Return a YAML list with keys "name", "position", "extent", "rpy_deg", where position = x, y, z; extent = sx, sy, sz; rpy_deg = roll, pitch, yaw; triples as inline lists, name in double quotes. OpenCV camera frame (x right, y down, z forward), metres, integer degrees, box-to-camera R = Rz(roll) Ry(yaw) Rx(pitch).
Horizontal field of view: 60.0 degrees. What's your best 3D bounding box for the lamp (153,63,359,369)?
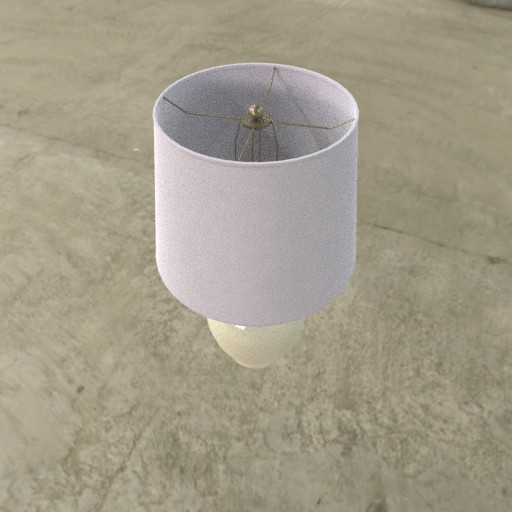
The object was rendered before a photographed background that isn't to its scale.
- name: "lamp"
  position: [0.000, 0.000, 0.551]
  extent: [0.239, 0.399, 0.239]
  rpy_deg: [0, 46, 0]
